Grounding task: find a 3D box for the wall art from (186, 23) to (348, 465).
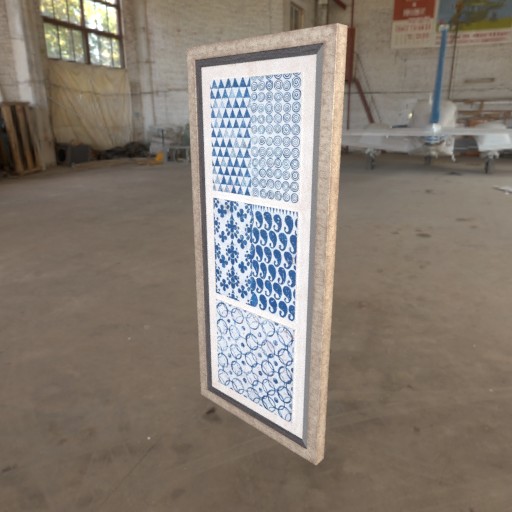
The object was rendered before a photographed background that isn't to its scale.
[{"bbox_3d":[0.000,0.000,1.637,0.648,1.461,0.051,15,23,41],"label":"wall art"}]
